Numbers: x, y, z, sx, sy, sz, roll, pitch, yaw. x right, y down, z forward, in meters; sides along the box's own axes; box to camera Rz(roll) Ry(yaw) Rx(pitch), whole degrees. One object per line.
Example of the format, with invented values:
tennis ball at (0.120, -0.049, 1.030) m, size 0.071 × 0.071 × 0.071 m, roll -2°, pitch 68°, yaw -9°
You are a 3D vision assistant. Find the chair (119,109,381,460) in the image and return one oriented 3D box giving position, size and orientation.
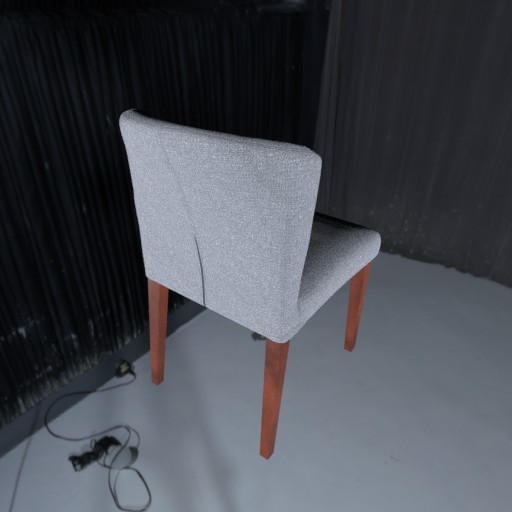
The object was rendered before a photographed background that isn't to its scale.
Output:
chair at (0.000, 0.000, 1.205) m, size 0.491 × 0.839 × 0.589 m, roll 22°, pitch 38°, yaw 30°
